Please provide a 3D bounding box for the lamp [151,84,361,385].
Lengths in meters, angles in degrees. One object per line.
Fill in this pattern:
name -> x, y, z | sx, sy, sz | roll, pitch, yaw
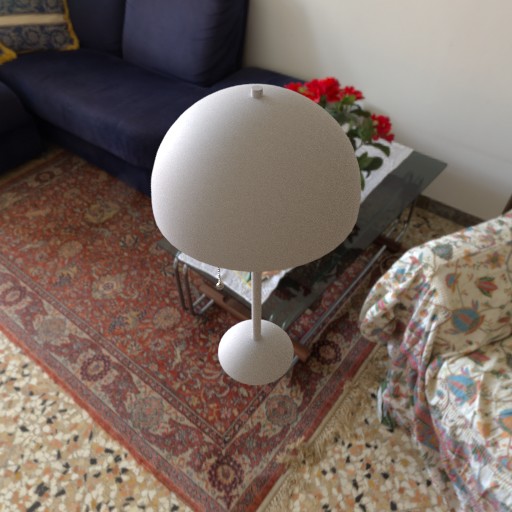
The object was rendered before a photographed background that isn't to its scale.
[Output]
lamp -> 0.000, 0.000, 0.423 | 0.171, 0.330, 0.171 | 0, 46, 0
